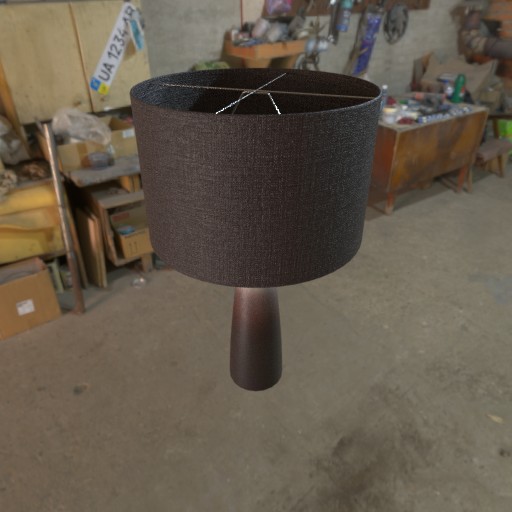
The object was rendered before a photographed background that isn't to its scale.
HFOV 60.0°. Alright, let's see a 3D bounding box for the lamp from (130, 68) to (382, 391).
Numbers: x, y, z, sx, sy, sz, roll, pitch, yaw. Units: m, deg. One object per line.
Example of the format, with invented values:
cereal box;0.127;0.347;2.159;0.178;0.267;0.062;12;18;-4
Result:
lamp;0.000;0.000;0.671;0.303;0.488;0.303;0;31;0
